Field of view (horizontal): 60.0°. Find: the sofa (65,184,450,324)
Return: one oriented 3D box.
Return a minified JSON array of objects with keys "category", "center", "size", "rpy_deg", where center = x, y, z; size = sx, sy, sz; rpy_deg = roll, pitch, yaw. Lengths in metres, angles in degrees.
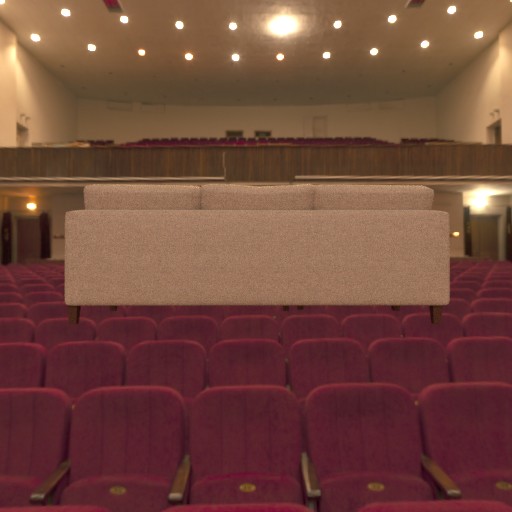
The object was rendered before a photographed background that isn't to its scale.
[{"category":"sofa","center":[0.000,0.000,4.465],"size":[2.522,0.934,3.333],"rpy_deg":[0,-1,0]}]
